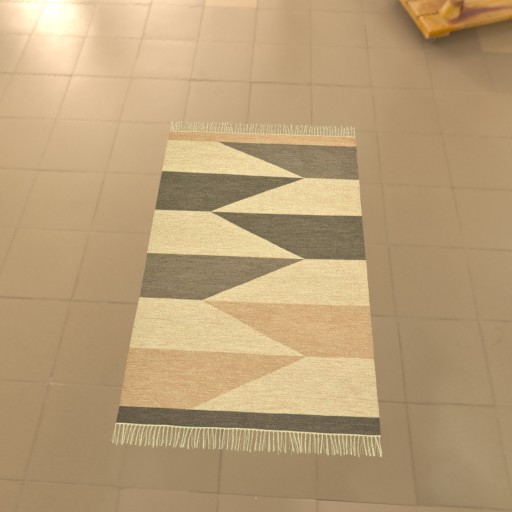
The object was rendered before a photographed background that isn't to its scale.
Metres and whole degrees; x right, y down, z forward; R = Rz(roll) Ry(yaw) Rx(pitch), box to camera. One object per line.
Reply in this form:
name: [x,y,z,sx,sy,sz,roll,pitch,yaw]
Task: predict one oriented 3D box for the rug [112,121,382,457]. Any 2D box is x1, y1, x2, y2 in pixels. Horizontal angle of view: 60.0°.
rug: [0.000,0.000,2.474,1.224,0.027,2.021,2,61,1]
